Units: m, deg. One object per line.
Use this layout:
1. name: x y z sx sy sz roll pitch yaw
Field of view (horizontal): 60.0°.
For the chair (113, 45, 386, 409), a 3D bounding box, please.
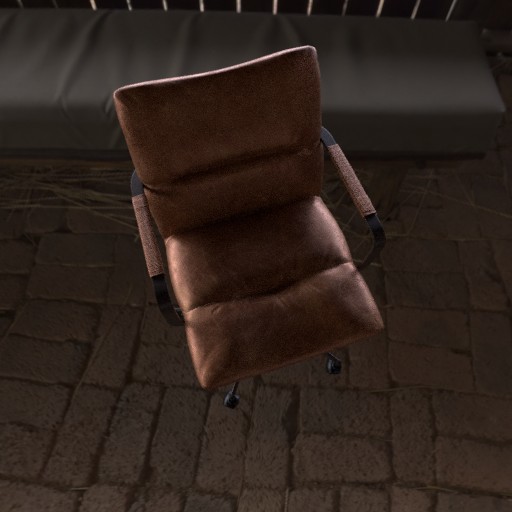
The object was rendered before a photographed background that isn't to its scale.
1. chair: 0.000 0.000 1.441 0.727 0.922 0.754 -16 65 -8
